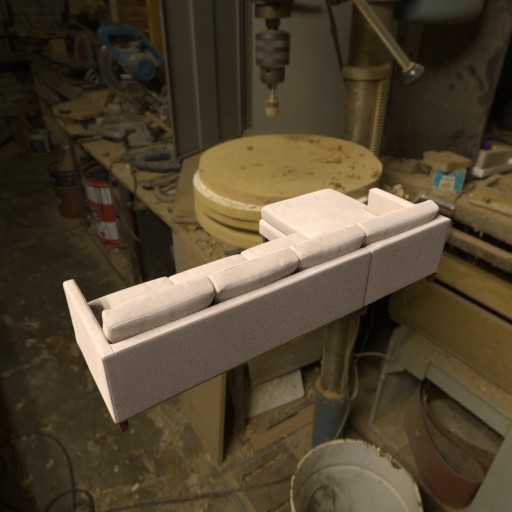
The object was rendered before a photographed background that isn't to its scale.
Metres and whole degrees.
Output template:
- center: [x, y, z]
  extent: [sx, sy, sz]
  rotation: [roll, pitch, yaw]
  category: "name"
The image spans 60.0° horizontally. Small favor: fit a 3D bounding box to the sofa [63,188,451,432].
- center: [0.000, 0.000, 3.948]
  extent: [3.186, 0.846, 1.625]
  rotation: [-19, 36, -28]
  category: "sofa"
